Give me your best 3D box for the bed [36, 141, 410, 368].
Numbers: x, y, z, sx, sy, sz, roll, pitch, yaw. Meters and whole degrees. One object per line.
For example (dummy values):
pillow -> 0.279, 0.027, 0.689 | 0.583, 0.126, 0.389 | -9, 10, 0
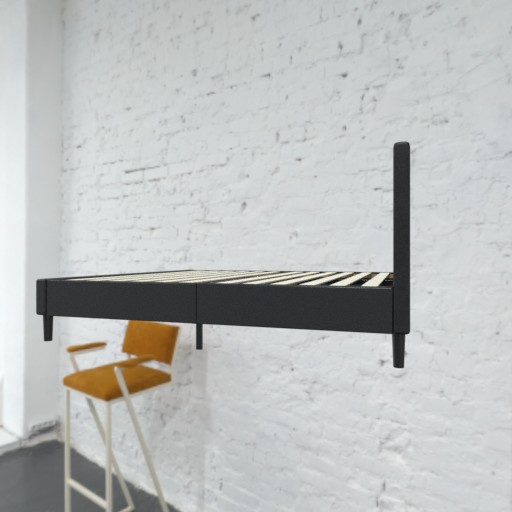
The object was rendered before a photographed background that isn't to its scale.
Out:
bed -> 0.000, 0.000, 3.310 | 2.152, 1.046, 2.018 | 0, 0, 19
